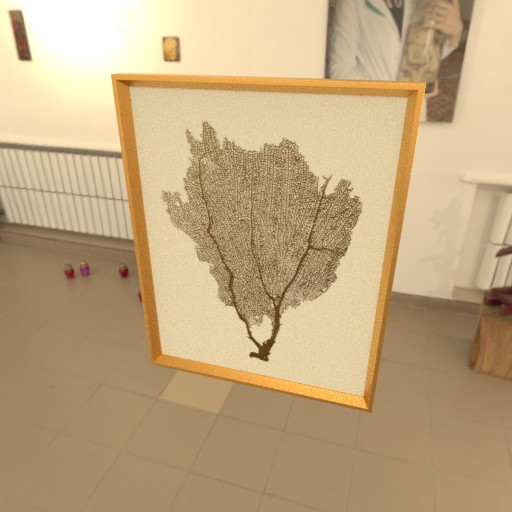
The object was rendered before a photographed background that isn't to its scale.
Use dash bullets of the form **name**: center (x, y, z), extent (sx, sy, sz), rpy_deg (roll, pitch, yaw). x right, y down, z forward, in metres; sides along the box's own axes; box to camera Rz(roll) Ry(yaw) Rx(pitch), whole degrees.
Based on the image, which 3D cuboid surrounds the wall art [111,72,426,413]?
- **wall art**: center (0.000, 0.000, 1.016), extent (0.610, 0.762, 0.038), rpy_deg (8, 28, 15)
